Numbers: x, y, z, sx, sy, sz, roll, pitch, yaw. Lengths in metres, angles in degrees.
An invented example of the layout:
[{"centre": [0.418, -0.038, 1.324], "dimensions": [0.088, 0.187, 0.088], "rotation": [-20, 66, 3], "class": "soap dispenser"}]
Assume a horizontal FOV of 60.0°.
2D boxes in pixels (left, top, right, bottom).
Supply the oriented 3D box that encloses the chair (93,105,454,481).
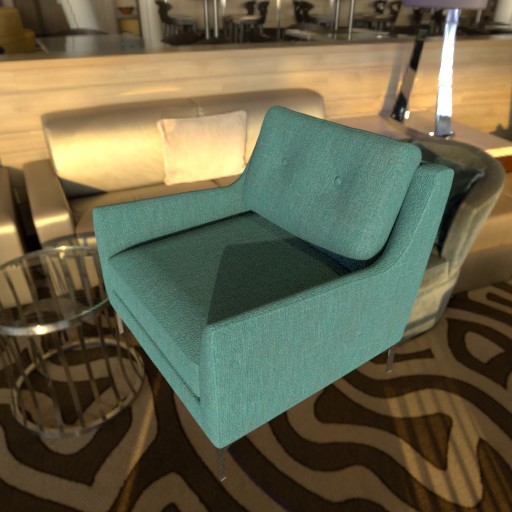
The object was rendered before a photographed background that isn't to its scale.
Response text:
[{"centre": [0.000, 0.000, 1.528], "dimensions": [0.849, 0.828, 0.847], "rotation": [-20, 36, -30], "class": "chair"}]
